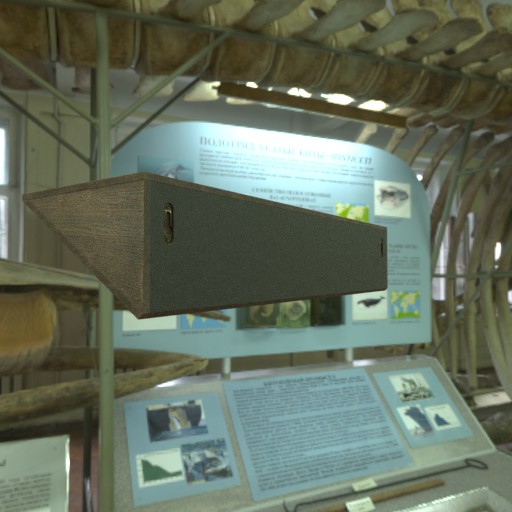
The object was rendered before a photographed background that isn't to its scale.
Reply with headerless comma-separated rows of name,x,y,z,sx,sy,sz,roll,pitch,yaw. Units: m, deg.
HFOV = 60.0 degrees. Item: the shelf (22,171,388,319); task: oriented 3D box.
shelf,0.000,0.000,0.677,0.200,0.125,0.610,-1,-2,35
